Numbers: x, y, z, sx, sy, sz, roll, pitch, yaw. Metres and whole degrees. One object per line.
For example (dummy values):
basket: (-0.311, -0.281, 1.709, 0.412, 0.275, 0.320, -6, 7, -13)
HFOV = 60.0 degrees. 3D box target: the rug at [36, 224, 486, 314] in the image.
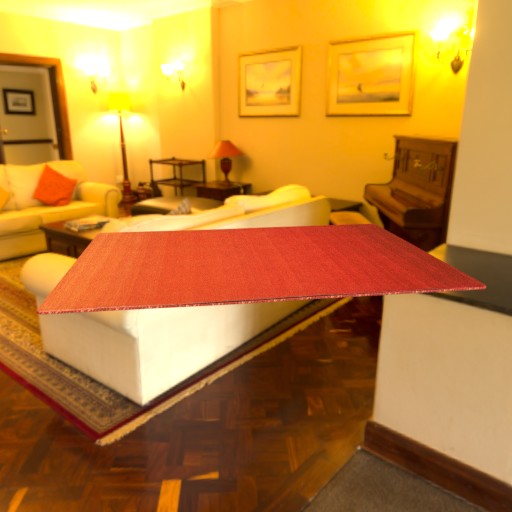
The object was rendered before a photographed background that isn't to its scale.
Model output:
rug: (0.000, 0.000, 2.344, 1.835, 0.018, 1.230, -2, 17, -8)
